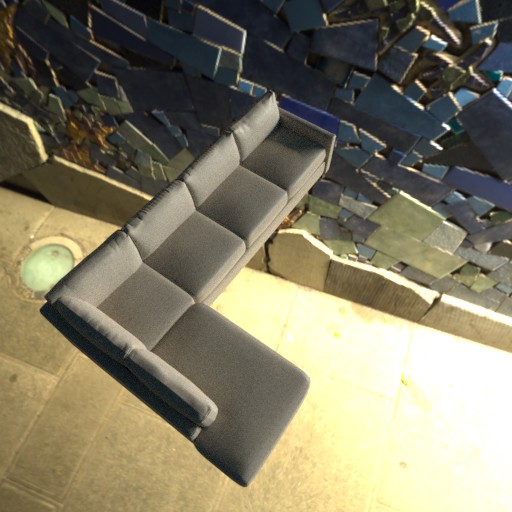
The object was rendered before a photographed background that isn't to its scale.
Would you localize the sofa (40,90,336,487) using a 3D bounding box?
[{"bbox_3d":[0.000,0.000,3.100,1.617,0.703,2.423,32,64,17],"label":"sofa"}]
